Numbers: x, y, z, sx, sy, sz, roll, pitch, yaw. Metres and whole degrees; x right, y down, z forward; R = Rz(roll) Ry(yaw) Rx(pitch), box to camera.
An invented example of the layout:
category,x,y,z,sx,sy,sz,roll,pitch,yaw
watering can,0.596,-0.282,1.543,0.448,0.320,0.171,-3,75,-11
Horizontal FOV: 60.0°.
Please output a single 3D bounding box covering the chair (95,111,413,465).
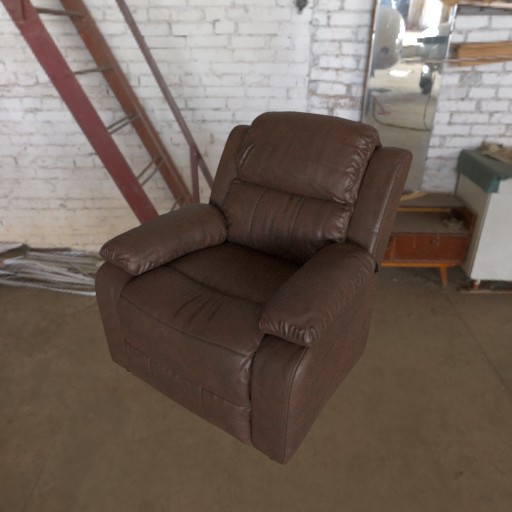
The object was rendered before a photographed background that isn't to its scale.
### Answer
category,x,y,z,sx,sy,sz,roll,pitch,yaw
chair,0.000,0.000,1.262,0.680,0.702,0.707,19,33,31
